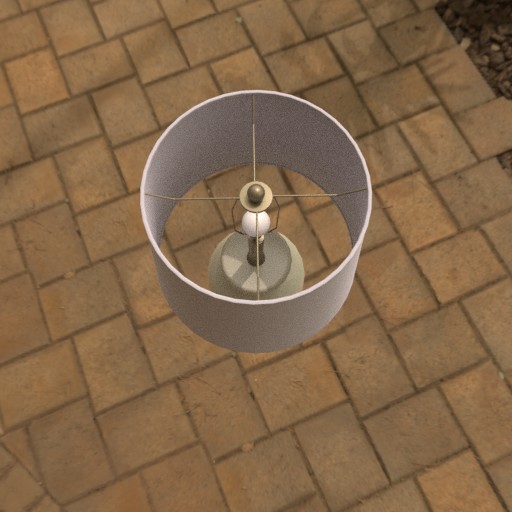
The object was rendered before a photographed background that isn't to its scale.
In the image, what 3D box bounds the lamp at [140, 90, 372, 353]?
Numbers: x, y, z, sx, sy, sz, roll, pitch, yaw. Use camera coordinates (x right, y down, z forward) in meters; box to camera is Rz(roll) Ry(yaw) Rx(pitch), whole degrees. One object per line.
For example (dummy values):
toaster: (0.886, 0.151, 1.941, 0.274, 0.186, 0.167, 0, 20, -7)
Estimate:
lamp: (0.000, 0.000, 0.551, 0.239, 0.399, 0.239, 0, 74, 0)
